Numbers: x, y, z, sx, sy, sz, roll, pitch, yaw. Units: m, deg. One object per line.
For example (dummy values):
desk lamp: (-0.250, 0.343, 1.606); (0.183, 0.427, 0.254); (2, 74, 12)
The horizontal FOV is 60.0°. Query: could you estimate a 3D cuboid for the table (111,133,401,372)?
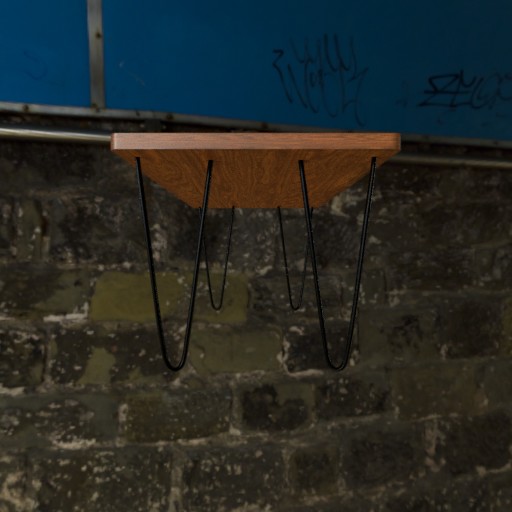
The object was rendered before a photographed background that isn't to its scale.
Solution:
table: (0.000, 0.000, 2.225); (0.883, 0.753, 1.791); (0, 1, 0)
